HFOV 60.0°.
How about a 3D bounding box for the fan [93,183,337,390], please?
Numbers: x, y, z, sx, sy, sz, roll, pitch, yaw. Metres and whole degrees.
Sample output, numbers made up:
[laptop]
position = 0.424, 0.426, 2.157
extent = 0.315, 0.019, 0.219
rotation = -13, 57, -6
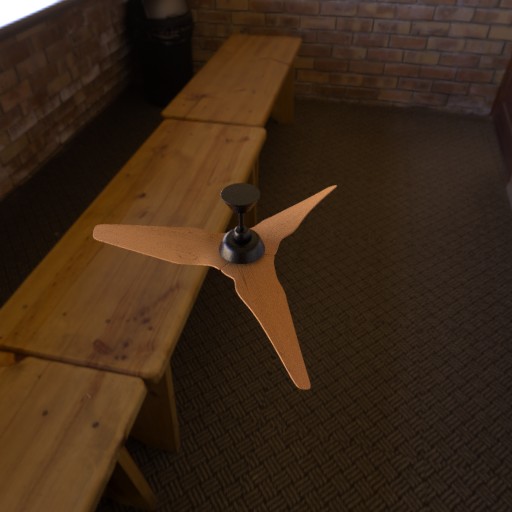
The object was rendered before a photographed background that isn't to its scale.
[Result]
[fan]
position = 0.000, 0.000, 1.625
extent = 1.142, 0.355, 1.010
rotation = -13, 44, -14
